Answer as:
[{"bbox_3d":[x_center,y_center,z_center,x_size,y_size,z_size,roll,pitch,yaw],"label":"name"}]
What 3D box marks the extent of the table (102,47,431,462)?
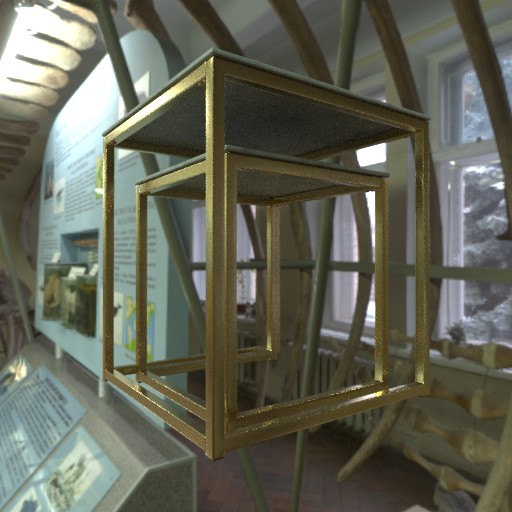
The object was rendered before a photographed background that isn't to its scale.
[{"bbox_3d":[0.000,0.000,0.846,0.450,0.500,0.450,0,-1,-35],"label":"table"}]
